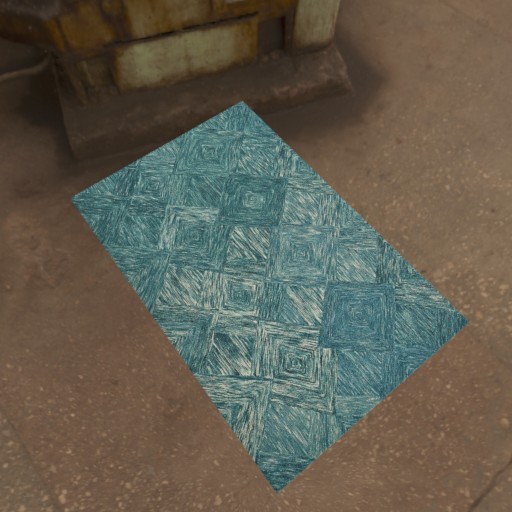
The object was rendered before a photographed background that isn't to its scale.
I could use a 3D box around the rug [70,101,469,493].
[{"bbox_3d":[0.000,0.000,2.867,1.490,0.015,2.277,-35,68,-16],"label":"rug"}]
